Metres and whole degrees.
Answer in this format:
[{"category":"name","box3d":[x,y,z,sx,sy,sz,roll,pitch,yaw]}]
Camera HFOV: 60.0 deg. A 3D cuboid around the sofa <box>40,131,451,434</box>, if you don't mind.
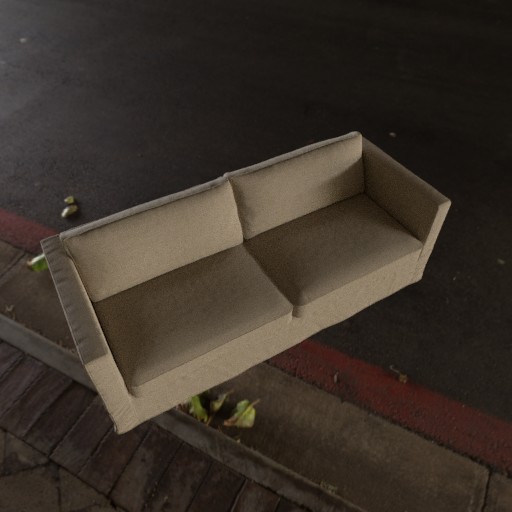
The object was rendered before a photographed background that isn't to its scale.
[{"category":"sofa","box3d":[0.000,0.000,2.786,2.296,0.847,0.956,-23,51,-20]}]
